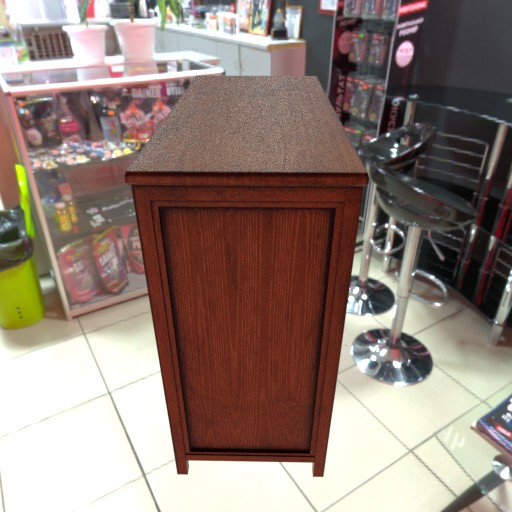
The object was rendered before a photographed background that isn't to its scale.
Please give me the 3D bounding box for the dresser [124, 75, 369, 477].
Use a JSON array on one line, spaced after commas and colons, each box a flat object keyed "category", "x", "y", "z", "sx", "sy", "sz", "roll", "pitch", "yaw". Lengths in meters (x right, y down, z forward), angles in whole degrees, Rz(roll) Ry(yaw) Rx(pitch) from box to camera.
[{"category": "dresser", "x": 0.000, "y": 0.000, "z": 1.876, "sx": 0.591, "sy": 1.224, "sz": 1.250, "roll": 1, "pitch": 32, "yaw": 1}]
